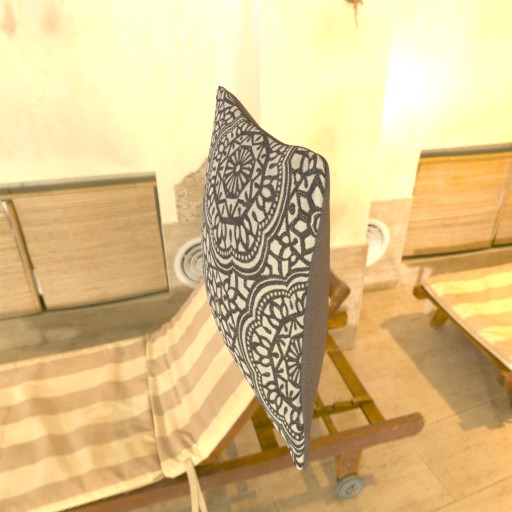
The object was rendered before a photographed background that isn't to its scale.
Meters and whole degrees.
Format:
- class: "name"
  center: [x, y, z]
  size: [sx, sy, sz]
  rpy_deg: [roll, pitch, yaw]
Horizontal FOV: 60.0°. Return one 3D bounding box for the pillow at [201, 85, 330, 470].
- class: "pillow"
  center: [0.000, 0.000, 0.654]
  size: [0.148, 0.417, 0.436]
  rpy_deg: [-8, 31, -14]
